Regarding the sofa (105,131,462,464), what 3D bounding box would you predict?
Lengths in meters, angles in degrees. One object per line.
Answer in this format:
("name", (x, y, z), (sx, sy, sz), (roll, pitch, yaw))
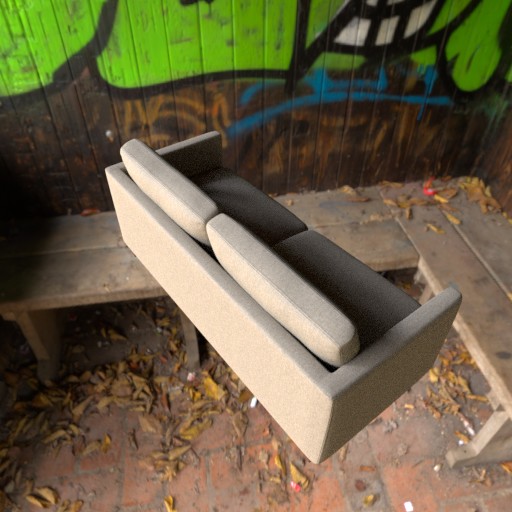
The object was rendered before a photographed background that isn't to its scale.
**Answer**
("sofa", (0.000, 0.000, 2.770), (0.956, 0.963, 2.208), (-28, 49, -27))
